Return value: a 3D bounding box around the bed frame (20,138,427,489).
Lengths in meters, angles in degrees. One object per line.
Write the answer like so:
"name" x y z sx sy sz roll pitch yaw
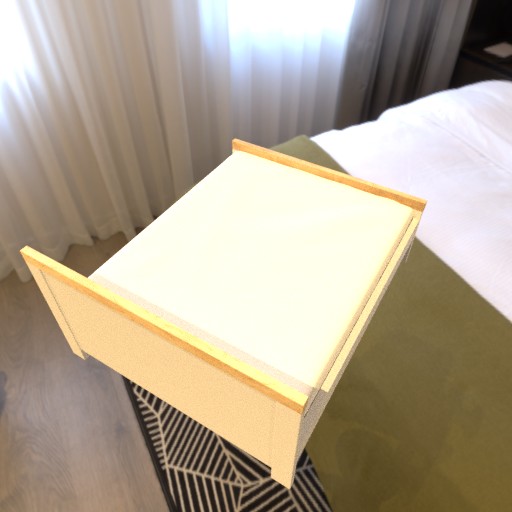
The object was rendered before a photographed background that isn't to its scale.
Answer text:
"bed frame" 0.000 0.000 2.990 1.670 0.980 2.050 23 50 21
